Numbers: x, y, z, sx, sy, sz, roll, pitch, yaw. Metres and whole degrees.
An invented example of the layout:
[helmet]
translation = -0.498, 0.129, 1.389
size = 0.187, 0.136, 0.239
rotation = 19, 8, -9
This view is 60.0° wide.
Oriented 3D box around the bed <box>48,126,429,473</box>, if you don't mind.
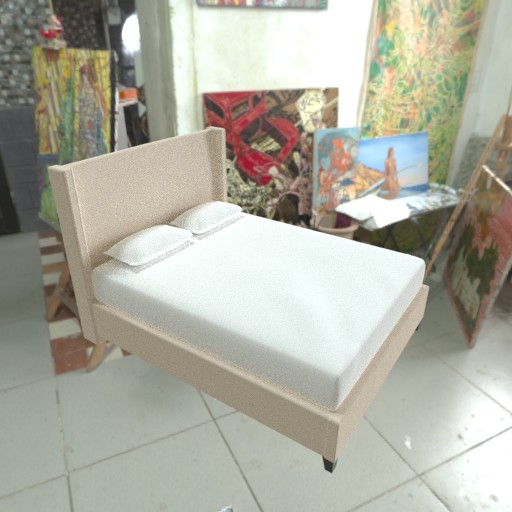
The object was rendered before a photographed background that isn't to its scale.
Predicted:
[bed]
translation = 0.000, 0.000, 3.470
size = 2.293, 1.471, 1.778
rotation = 17, 32, 30
